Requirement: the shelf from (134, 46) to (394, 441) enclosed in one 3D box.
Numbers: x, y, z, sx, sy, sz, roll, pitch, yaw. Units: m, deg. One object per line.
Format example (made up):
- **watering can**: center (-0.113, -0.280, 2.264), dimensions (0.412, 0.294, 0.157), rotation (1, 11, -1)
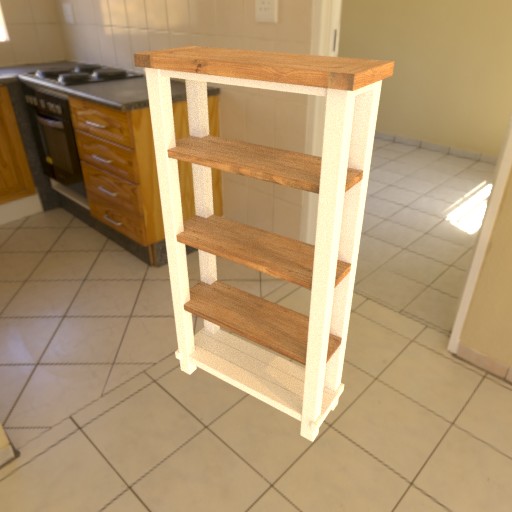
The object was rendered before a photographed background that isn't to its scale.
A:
- **shelf**: center (0.000, 0.000, 2.279), dimensions (1.022, 1.878, 0.381), rotation (19, 36, 29)
